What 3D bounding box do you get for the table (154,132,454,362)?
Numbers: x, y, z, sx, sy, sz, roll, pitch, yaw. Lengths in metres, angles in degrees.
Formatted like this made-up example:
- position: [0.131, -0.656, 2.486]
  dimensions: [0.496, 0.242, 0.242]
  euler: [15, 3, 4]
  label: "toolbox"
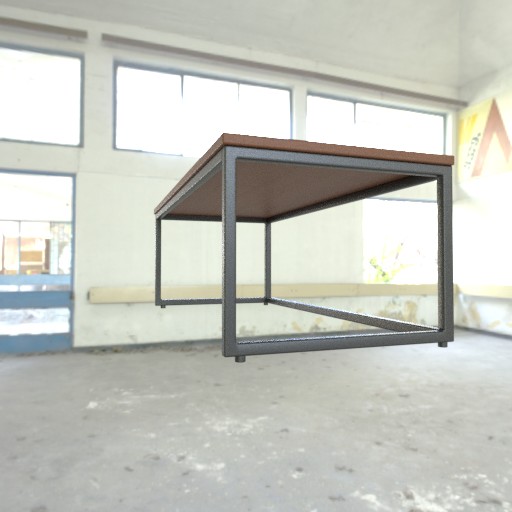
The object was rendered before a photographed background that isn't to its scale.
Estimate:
- position: [0.000, 0.000, 1.360]
  dimensions: [0.500, 0.400, 1.100]
  euler: [0, -1, -19]
  label: "table"
